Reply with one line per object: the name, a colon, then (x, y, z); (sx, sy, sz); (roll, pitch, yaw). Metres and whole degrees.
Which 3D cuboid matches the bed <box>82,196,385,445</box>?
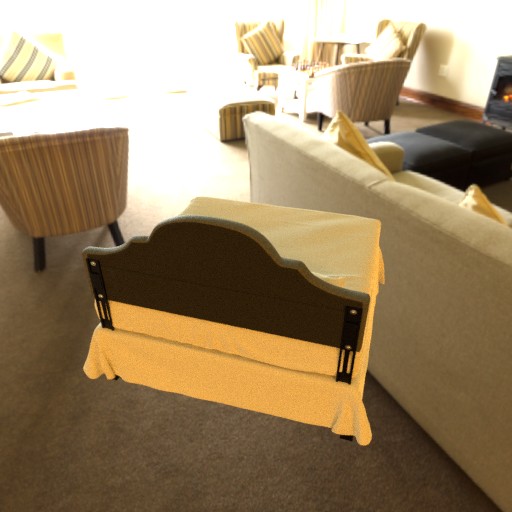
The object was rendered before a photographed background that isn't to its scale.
bed: (0.000, 0.000, 3.832); (2.303, 1.631, 2.222); (9, 33, 15)
